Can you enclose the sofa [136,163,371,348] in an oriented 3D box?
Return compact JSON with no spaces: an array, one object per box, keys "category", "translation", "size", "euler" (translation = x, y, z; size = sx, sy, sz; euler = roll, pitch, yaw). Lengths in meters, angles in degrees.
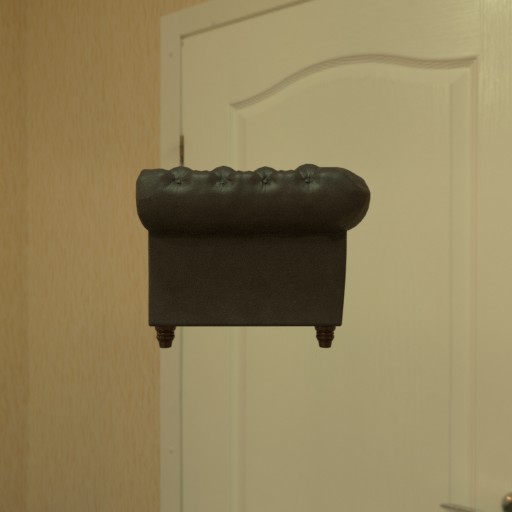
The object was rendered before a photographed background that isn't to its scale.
[{"category":"sofa","translation":[0.000,0.000,2.873],"size":[0.944,0.783,2.385],"euler":[0,0,0]}]
